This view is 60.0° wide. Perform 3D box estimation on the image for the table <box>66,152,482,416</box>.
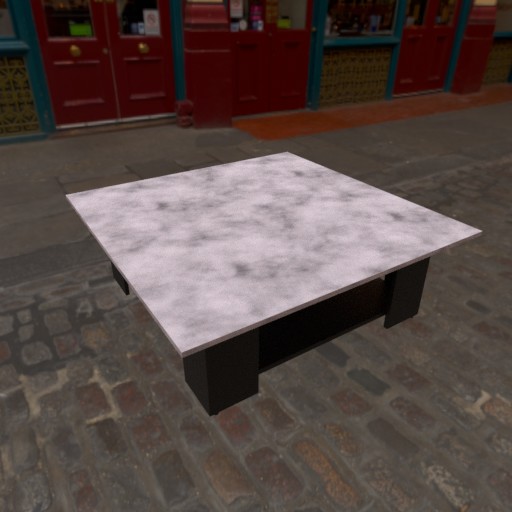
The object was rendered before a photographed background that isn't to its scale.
[{"bbox_3d":[0.000,0.000,1.393,0.890,0.305,0.890,-18,34,-28],"label":"table"}]
